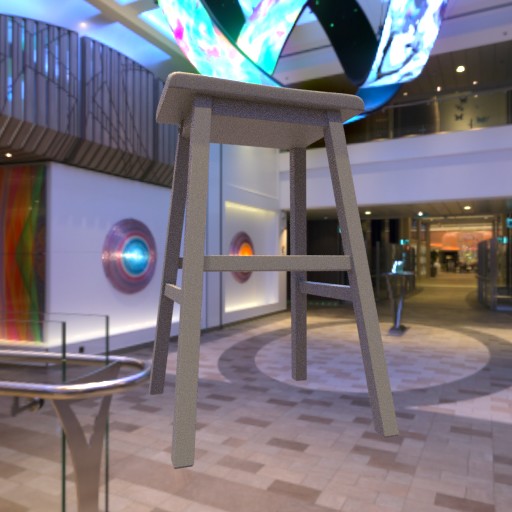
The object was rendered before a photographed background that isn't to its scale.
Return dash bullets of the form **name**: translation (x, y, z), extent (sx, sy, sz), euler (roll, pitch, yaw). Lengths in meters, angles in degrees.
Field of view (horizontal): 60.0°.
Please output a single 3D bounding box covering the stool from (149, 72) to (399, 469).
- **stool**: translation (0.000, 0.000, 1.061), extent (0.457, 0.737, 0.476), euler (0, -1, -19)
